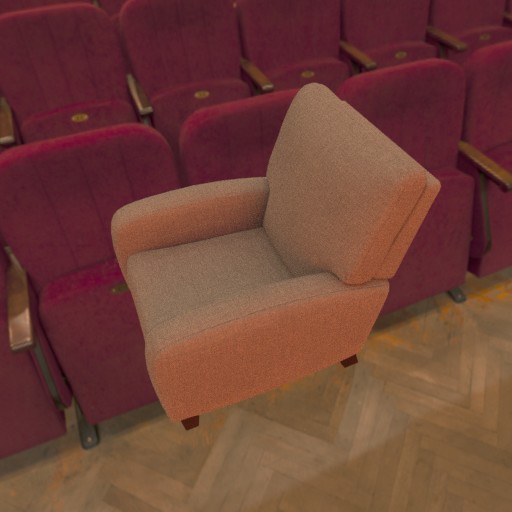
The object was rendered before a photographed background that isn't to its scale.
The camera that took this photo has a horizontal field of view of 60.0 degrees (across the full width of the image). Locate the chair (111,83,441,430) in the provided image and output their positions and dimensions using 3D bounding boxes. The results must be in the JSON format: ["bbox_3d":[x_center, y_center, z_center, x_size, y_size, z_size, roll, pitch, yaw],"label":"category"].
[{"bbox_3d":[0.000,0.000,1.695,0.990,0.990,0.762,-17,48,-16],"label":"chair"}]
